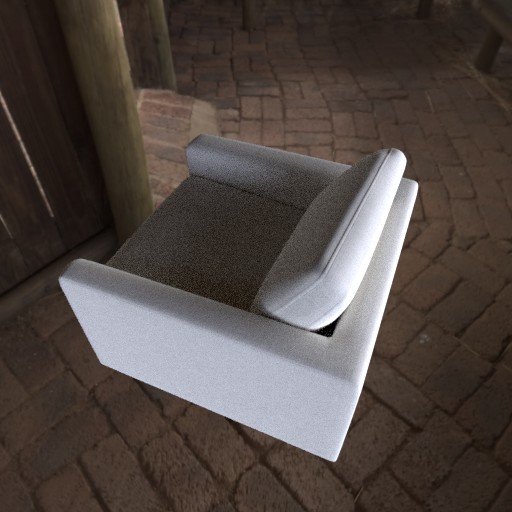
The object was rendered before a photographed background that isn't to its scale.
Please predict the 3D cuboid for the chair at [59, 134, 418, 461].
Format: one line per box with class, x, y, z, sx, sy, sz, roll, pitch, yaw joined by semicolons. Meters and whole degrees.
chair;0.000;0.000;1.861;1.100;0.876;1.070;17;48;16
